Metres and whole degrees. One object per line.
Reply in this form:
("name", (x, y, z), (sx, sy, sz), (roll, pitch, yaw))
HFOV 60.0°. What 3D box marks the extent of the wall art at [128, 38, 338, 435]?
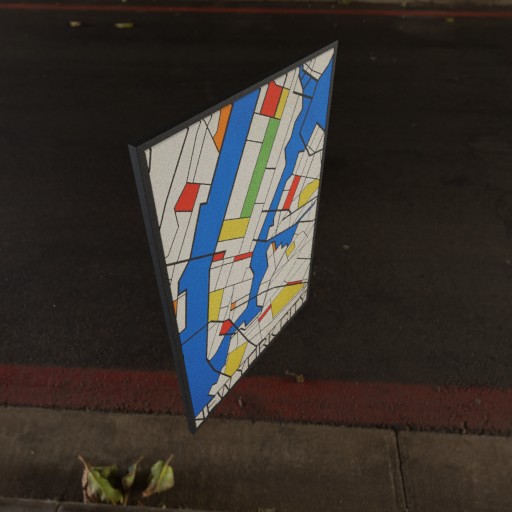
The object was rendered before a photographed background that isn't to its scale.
("wall art", (0.000, 0.000, 0.835), (0.013, 0.657, 0.457), (26, 48, 26))
